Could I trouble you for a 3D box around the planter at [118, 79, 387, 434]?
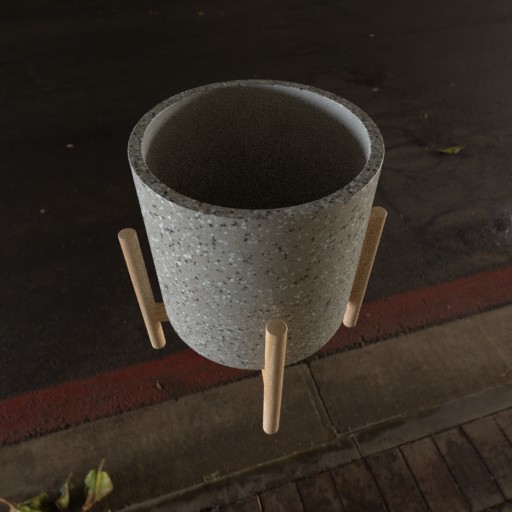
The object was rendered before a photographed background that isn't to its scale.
[{"bbox_3d":[0.000,0.000,0.685,0.360,0.419,0.360,11,47,10],"label":"planter"}]
